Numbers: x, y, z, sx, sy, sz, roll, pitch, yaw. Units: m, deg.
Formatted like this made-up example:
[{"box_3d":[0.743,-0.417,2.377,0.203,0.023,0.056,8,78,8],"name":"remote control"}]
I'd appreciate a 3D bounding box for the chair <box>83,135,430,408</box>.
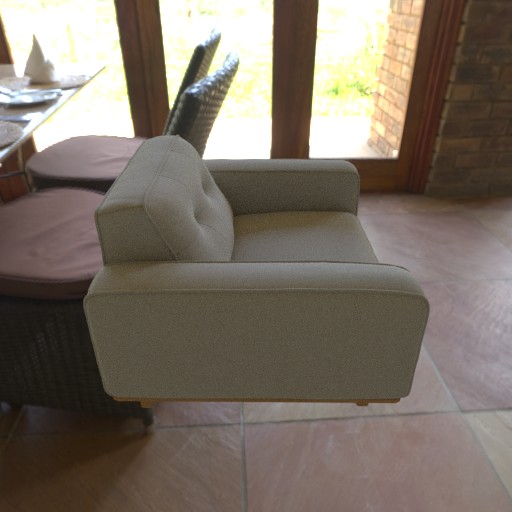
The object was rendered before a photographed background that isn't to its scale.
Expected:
[{"box_3d":[0.000,0.000,1.729,0.953,0.779,1.115,0,31,0],"name":"chair"}]
